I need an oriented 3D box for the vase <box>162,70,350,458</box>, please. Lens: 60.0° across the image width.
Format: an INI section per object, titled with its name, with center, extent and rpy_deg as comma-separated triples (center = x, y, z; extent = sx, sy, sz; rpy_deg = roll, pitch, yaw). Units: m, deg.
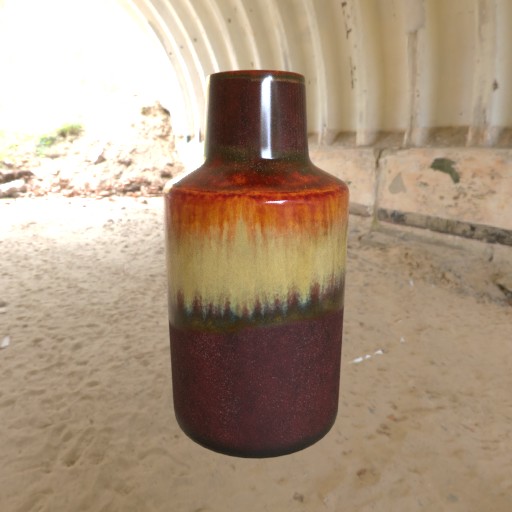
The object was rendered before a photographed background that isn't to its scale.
[vase]
center = 0.000, 0.000, 0.269
extent = 0.108, 0.204, 0.108
rpy_deg = 0, 15, 0
